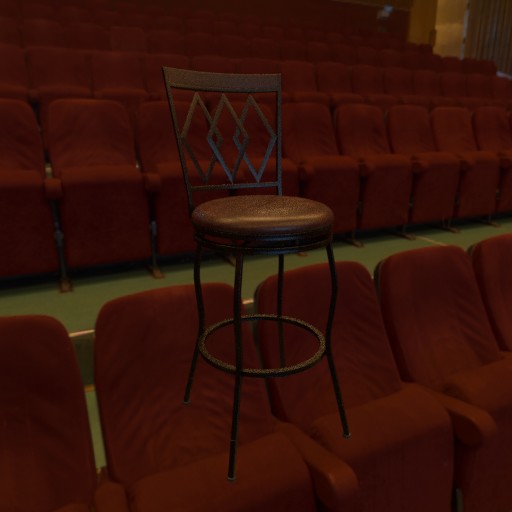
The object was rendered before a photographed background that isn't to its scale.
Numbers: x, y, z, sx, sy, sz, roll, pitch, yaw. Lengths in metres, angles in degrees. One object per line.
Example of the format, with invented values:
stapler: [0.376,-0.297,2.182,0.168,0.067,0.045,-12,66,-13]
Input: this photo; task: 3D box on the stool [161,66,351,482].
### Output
stool: [0.000,0.000,1.398,0.432,1.134,0.521,-8,18,-26]
